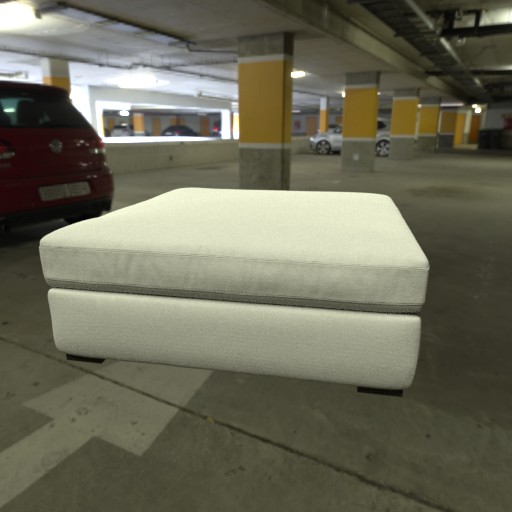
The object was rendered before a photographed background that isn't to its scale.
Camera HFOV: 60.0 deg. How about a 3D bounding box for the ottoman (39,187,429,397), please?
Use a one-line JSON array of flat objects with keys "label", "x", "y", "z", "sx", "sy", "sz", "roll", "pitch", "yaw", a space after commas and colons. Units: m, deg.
[{"label": "ottoman", "x": 0.000, "y": 0.000, "z": 1.808, "sx": 1.163, "sy": 0.482, "sz": 1.167, "roll": 3, "pitch": 16, "yaw": 11}]
